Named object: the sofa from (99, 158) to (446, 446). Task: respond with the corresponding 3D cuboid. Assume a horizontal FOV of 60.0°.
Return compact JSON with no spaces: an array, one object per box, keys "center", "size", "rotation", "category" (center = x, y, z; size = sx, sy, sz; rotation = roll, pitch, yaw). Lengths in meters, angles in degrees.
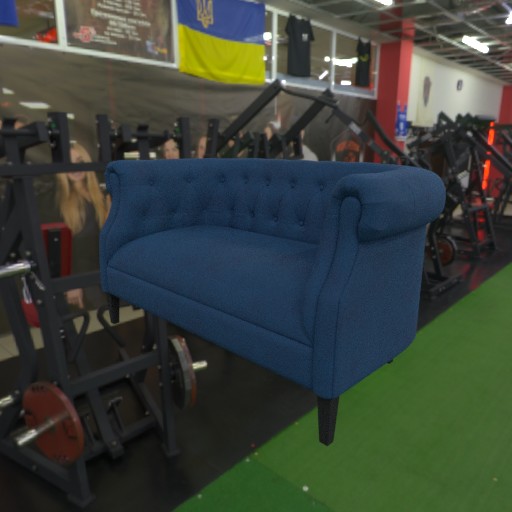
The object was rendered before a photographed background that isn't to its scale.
[{"center":[0.000,0.000,1.995],"size":[1.558,0.827,0.835],"rotation":[14,20,43],"category":"sofa"}]
